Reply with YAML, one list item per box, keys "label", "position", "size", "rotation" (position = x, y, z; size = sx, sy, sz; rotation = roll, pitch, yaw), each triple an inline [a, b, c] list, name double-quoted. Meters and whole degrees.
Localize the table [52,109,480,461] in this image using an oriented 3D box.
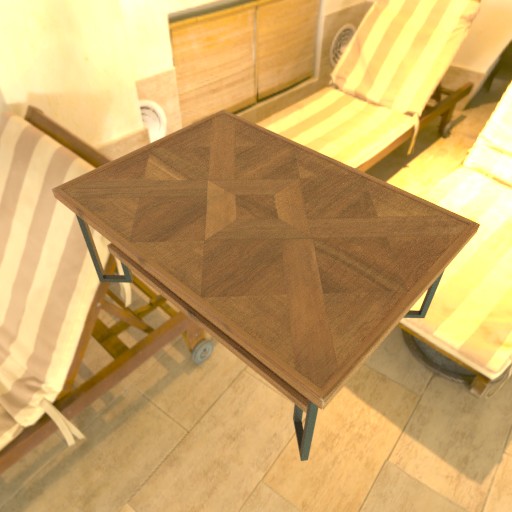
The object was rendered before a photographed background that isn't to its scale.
- label: "table"
  position: [0.000, 0.000, 1.722]
  size: [1.238, 0.492, 0.877]
  rotation: [33, 53, 29]
